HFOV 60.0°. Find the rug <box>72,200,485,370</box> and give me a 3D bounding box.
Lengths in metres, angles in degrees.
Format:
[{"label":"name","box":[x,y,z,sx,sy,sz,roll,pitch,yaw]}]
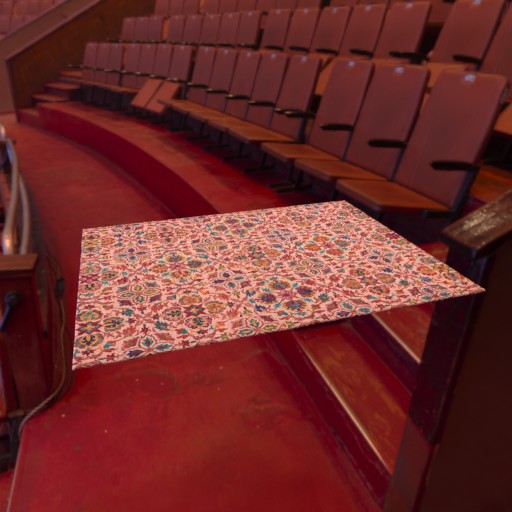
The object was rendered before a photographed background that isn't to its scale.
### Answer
[{"label":"rug","box":[0.000,0.000,4.270,3.215,0.020,2.446,-8,27,-16]}]
